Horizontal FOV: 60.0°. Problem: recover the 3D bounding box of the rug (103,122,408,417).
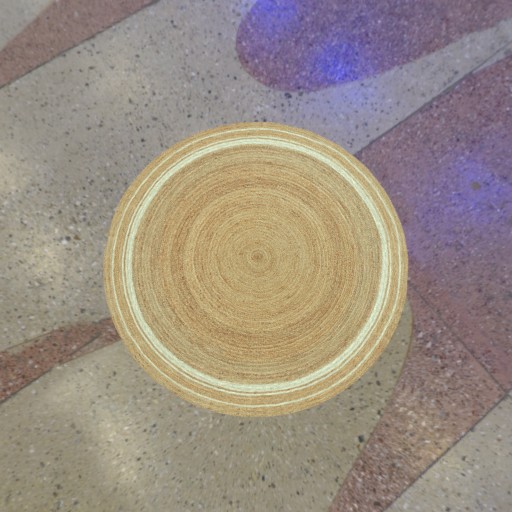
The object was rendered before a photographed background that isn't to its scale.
[{"bbox_3d":[0.000,0.000,3.568,2.444,0.015,2.444,0,74,0],"label":"rug"}]
